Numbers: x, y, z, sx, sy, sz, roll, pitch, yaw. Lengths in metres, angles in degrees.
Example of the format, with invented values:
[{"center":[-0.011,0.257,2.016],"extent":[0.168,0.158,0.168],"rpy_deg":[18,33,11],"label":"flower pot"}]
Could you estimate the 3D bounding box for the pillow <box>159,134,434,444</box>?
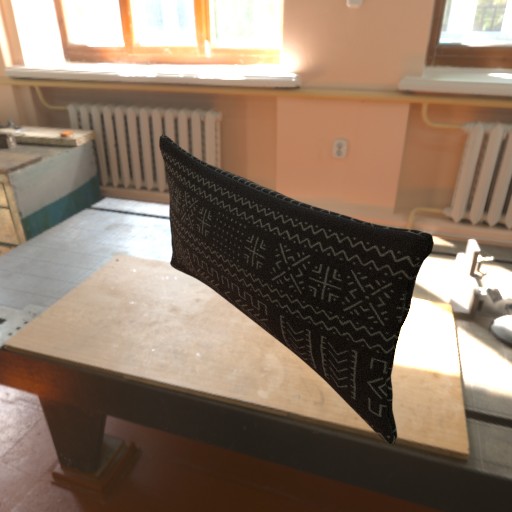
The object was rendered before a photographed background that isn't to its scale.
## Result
[{"center":[0.000,0.000,0.789],"extent":[0.135,0.322,0.667],"rpy_deg":[-19,33,-32],"label":"pillow"}]
